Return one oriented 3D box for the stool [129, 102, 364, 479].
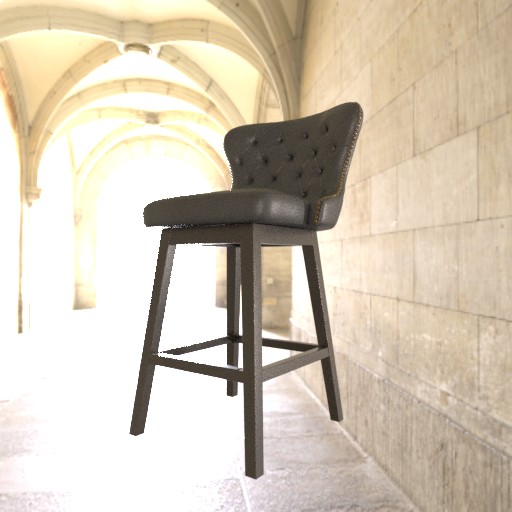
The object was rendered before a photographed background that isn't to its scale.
[{"bbox_3d":[0.000,0.000,1.324,0.528,0.971,0.593,0,0,36],"label":"stool"}]
